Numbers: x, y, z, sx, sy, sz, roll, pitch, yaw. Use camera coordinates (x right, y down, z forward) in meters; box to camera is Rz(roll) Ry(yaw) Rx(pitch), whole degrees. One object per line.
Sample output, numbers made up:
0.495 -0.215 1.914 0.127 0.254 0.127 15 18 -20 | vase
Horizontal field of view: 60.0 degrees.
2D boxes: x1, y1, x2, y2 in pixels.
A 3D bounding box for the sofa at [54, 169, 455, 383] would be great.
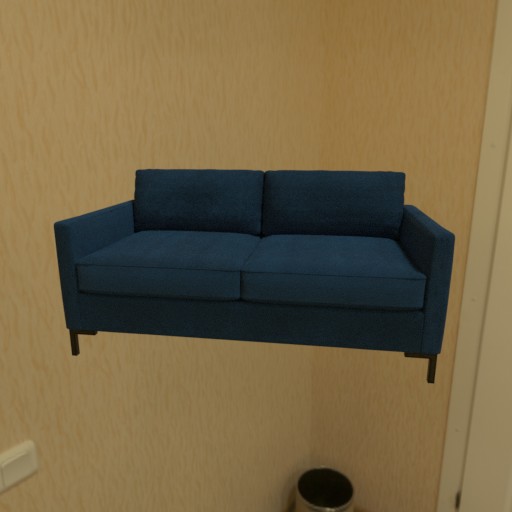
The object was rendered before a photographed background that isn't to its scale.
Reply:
0.000 0.000 2.223 1.676 0.817 0.875 2 15 9 | sofa
